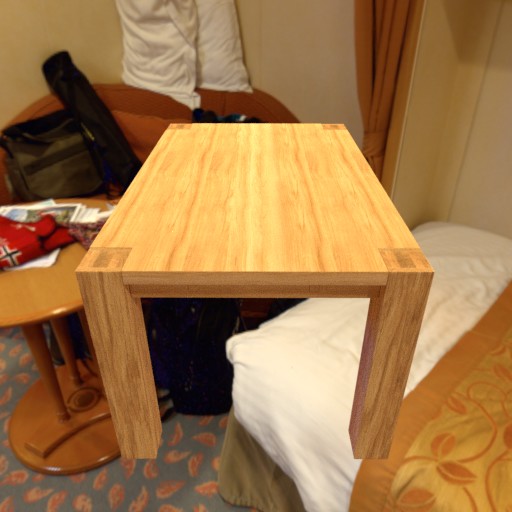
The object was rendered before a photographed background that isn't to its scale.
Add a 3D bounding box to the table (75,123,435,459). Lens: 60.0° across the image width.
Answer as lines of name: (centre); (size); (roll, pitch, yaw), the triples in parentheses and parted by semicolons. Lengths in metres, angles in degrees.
table: (0.000, 0.000, 1.900); (0.900, 0.760, 1.400); (0, 31, 0)
